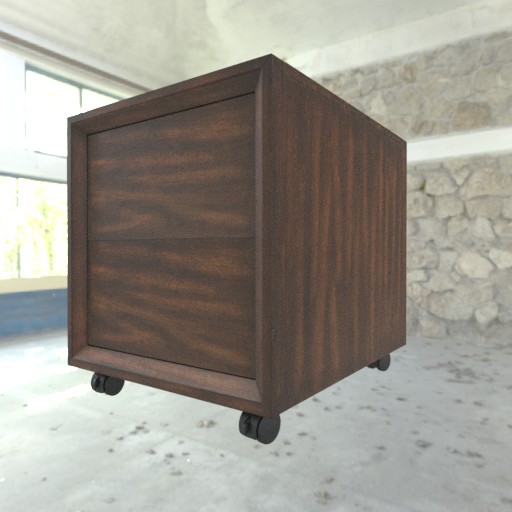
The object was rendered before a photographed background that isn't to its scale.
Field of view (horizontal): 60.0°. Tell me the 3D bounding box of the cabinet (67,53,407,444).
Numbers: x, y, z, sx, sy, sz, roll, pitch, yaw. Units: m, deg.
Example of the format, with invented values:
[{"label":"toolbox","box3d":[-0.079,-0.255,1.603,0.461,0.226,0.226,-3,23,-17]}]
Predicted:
[{"label":"cabinet","box3d":[0.000,0.000,0.811,0.402,0.455,0.500,0,1,36]}]
